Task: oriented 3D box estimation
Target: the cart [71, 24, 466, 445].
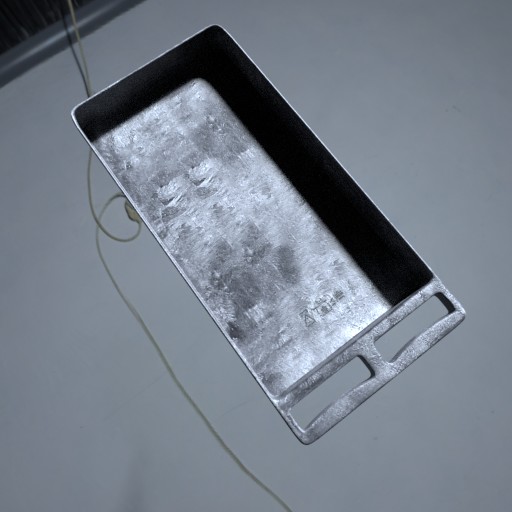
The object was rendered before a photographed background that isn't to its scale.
[{"bbox_3d":[0.000,0.000,1.336,0.420,0.824,0.877,-36,78,-9],"label":"cart"}]
